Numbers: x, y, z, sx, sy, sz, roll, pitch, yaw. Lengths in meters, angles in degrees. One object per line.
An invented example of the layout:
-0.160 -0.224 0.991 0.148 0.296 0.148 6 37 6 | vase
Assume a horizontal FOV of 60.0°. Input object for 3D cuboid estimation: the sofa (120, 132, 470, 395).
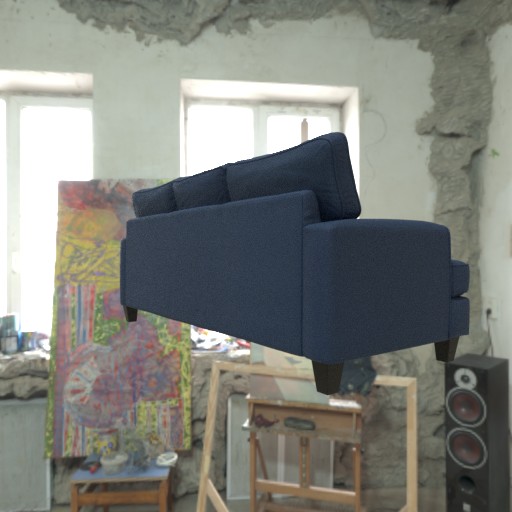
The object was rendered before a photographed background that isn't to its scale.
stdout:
0.000 0.000 2.643 0.951 0.965 2.158 0 1 -36 | sofa
